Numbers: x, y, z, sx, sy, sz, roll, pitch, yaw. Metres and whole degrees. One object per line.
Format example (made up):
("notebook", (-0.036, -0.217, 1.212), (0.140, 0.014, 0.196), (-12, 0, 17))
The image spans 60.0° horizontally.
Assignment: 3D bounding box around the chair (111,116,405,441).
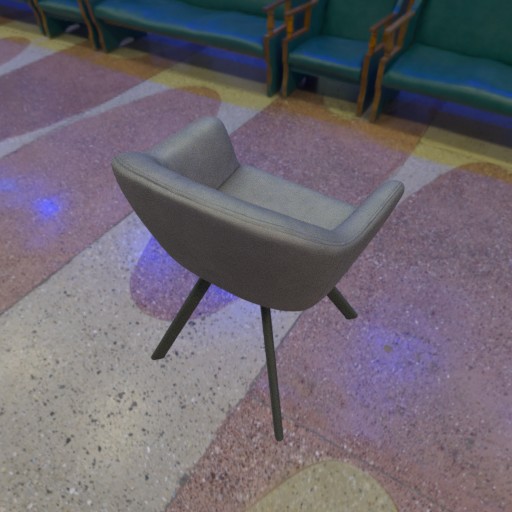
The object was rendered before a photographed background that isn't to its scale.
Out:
("chair", (0.000, 0.000, 1.160), (0.567, 0.781, 0.544), (25, 51, 22))
